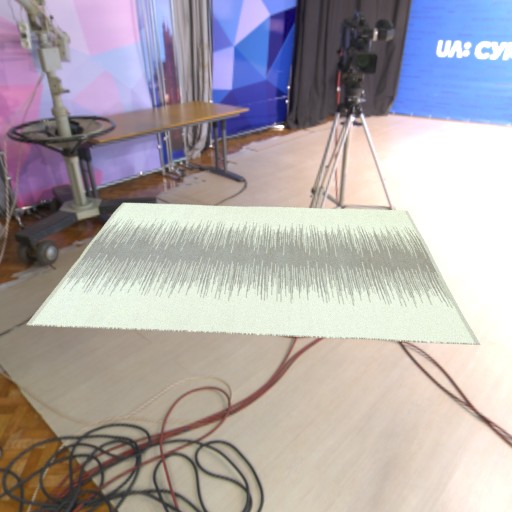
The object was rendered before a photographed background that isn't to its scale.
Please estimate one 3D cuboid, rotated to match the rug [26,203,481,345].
[{"bbox_3d":[0.000,0.000,2.278,1.815,0.007,1.226,2,31,3],"label":"rug"}]
